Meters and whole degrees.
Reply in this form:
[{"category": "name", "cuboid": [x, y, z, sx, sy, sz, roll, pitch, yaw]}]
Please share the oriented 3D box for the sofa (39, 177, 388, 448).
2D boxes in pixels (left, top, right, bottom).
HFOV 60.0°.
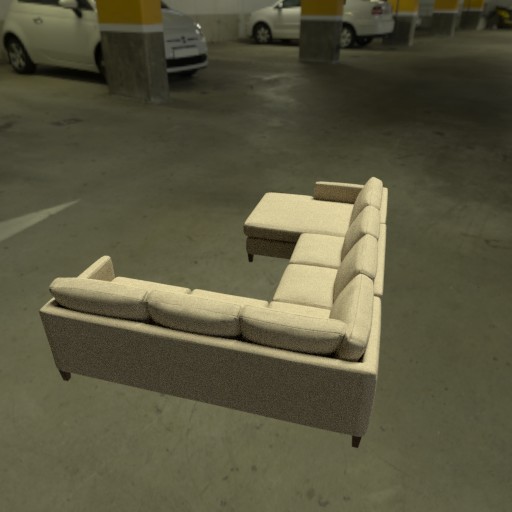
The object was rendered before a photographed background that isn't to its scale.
[{"category": "sofa", "cuboid": [0.000, 0.000, 4.673, 2.593, 0.959, 3.460, 8, 31, 14]}]
